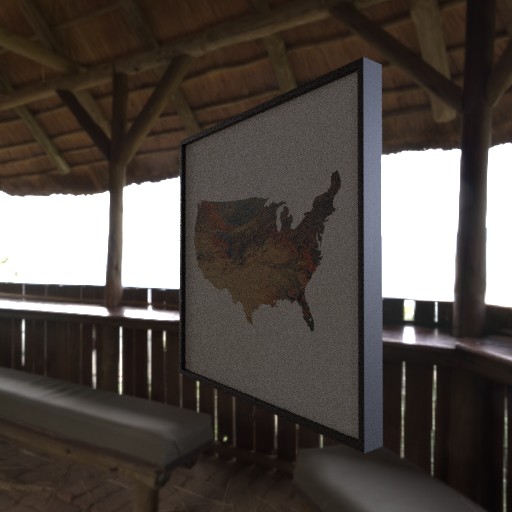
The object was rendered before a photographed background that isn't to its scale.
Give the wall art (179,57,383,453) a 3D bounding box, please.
[{"bbox_3d":[0.000,0.000,0.779,0.038,0.507,0.507,0,-1,-37],"label":"wall art"}]
